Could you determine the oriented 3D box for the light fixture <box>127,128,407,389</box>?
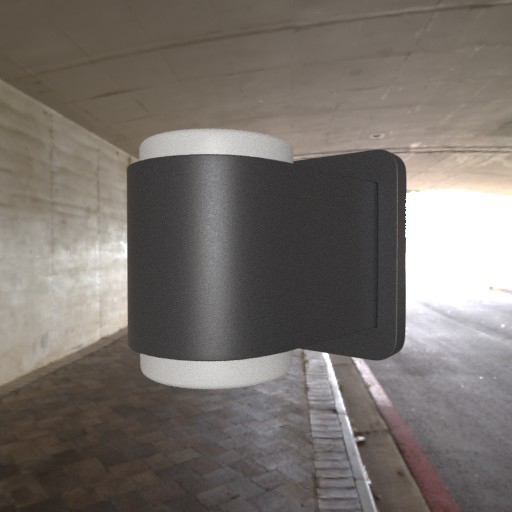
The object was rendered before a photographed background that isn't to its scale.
[{"bbox_3d":[0.000,0.000,0.218,0.109,0.109,0.132,1,1,37],"label":"light fixture"}]
